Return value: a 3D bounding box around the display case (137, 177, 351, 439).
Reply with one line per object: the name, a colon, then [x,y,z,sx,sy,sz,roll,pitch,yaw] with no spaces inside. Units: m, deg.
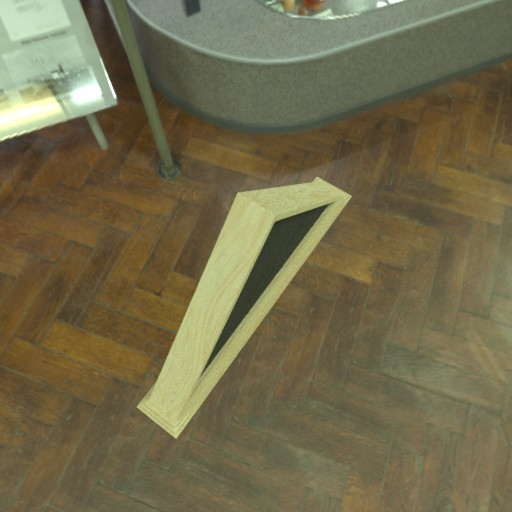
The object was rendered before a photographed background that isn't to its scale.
display case: [0.000,0.000,0.782,0.095,0.340,0.640,32,69,14]
